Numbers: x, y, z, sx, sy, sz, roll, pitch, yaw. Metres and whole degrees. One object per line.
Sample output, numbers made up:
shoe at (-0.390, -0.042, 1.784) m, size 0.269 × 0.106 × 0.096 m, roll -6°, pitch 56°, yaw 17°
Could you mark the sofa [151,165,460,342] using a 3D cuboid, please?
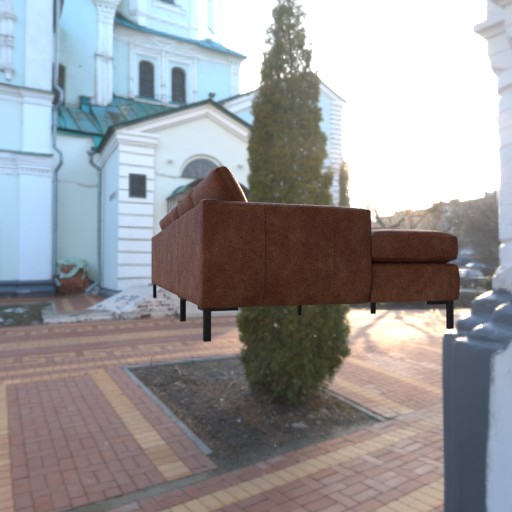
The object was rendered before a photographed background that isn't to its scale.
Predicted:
sofa at (0.000, 0.000, 3.655) m, size 1.471 × 0.859 × 2.993 m, roll 0°, pitch -1°, yaw -18°
